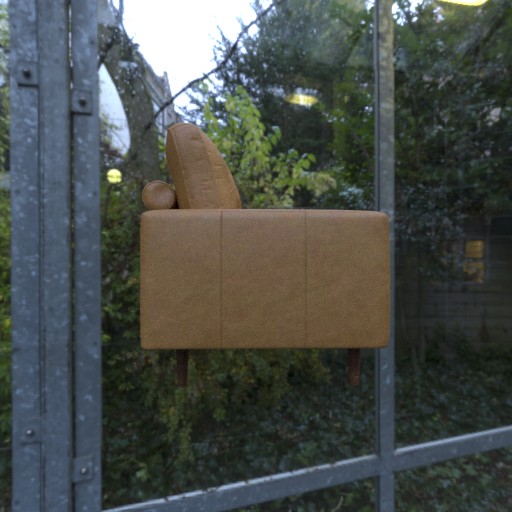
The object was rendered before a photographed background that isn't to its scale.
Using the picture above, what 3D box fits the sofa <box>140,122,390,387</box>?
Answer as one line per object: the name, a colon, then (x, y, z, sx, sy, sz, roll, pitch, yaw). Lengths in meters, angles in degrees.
sofa: (0.000, 0.000, 2.268, 0.850, 0.898, 1.821, 0, 0, -2)
